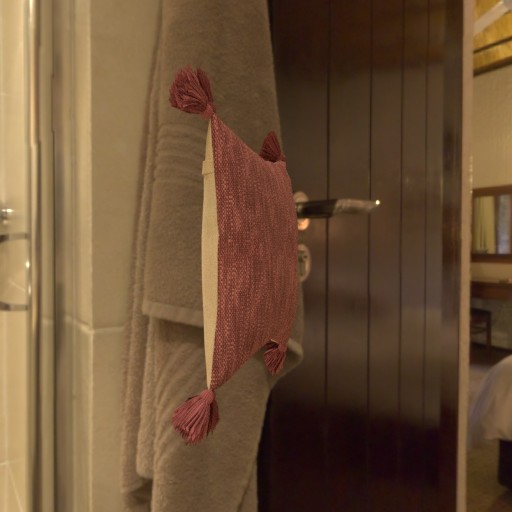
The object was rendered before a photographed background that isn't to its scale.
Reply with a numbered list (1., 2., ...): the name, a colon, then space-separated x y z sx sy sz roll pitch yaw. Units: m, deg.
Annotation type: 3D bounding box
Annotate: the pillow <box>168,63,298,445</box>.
1. pillow: 0.000 0.000 0.970 0.138 0.659 0.641 0 1 19
